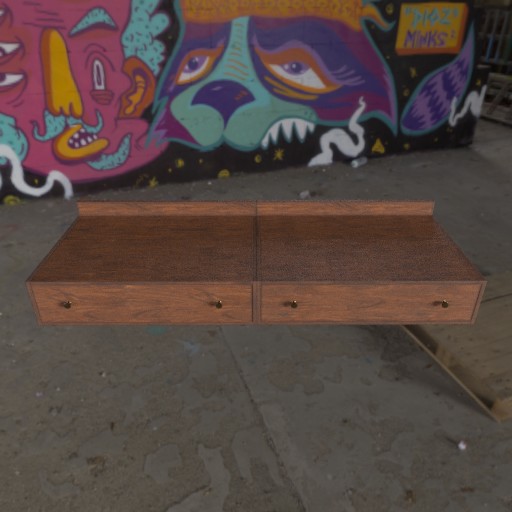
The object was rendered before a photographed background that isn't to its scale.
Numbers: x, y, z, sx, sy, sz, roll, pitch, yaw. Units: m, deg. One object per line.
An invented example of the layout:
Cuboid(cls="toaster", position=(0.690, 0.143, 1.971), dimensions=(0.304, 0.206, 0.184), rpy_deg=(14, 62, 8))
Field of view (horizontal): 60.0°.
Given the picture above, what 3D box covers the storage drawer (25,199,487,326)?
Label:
Cuboid(cls="storage drawer", position=(0.000, 0.000, 2.196), dimensions=(1.914, 0.339, 0.774), rpy_deg=(0, 30, 0))
